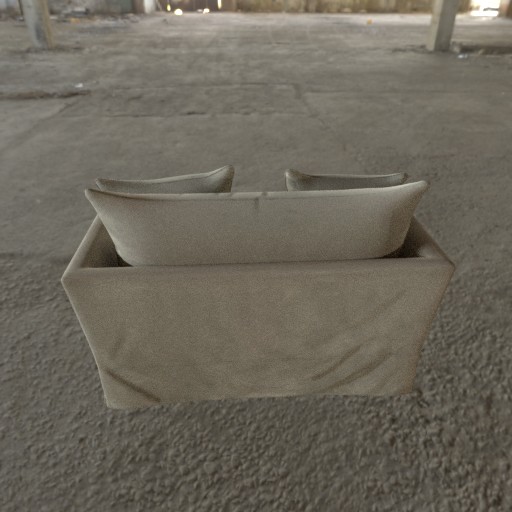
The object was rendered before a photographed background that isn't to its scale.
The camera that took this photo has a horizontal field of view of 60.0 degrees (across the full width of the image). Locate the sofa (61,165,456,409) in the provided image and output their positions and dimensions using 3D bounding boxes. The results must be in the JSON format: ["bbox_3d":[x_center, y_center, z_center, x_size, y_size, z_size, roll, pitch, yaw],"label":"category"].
[{"bbox_3d":[0.000,0.000,2.301,1.608,1.040,1.035,-2,31,-3],"label":"sofa"}]
